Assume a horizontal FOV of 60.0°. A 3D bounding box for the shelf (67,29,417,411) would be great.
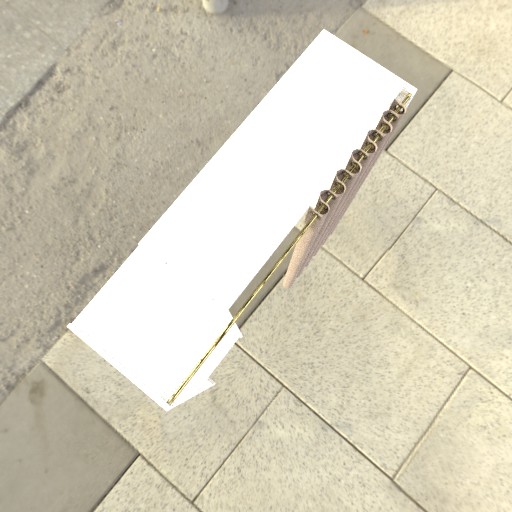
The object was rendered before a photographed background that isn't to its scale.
[{"bbox_3d":[0.000,0.000,2.603,0.500,1.820,1.600,37,79,8],"label":"shelf"}]
